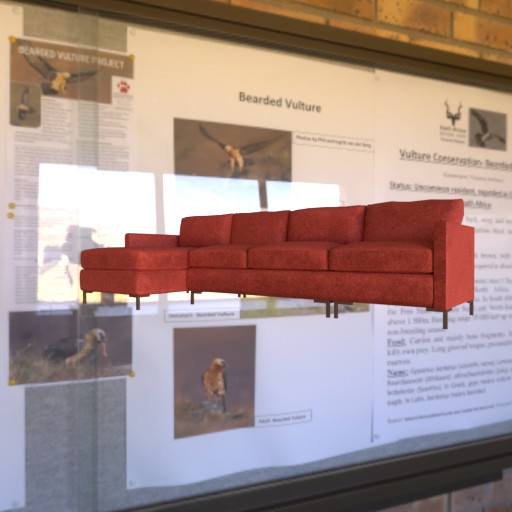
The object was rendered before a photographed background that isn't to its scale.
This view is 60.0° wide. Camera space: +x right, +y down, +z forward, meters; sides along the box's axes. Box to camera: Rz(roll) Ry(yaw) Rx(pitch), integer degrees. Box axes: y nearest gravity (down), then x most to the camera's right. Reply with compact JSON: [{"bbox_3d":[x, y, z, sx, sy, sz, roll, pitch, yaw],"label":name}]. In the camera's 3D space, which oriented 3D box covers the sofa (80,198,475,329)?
[{"bbox_3d":[0.000,0.000,4.066,3.400,0.967,1.500,0,1,37],"label":"sofa"}]
